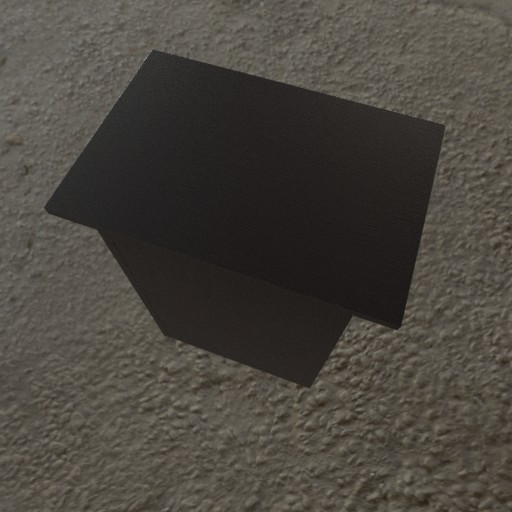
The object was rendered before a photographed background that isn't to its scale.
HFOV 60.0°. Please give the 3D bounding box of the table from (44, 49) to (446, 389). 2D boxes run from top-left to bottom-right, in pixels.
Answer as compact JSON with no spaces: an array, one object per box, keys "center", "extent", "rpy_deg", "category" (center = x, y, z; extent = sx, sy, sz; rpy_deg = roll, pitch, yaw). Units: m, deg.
[{"center":[0.000,0.000,1.081],"extent":[0.589,0.711,0.408],"rpy_deg":[18,65,9],"category":"table"}]
